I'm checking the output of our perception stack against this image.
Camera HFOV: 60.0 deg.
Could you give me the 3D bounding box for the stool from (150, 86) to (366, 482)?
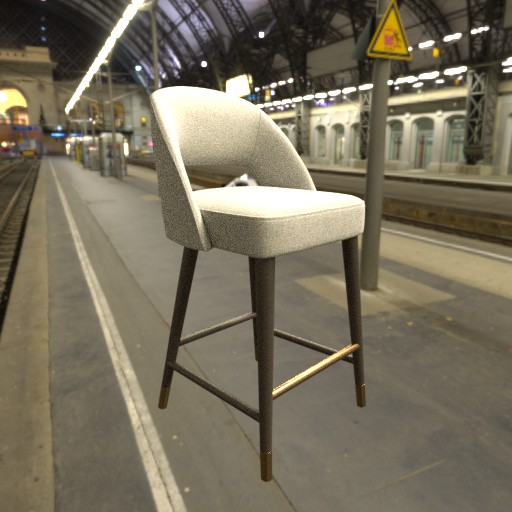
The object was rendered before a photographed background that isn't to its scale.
[{"bbox_3d":[0.000,0.000,1.257,0.509,0.940,0.494,13,19,42],"label":"stool"}]
